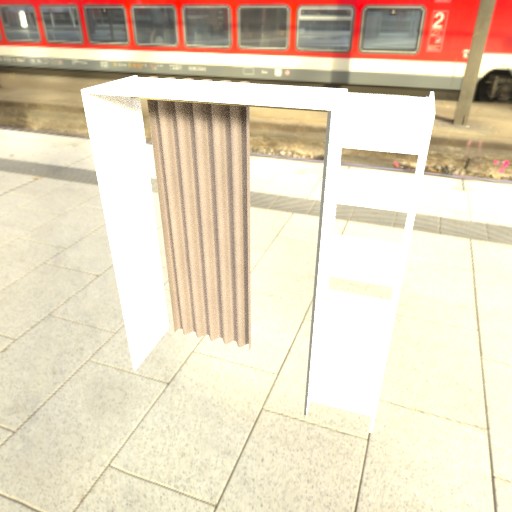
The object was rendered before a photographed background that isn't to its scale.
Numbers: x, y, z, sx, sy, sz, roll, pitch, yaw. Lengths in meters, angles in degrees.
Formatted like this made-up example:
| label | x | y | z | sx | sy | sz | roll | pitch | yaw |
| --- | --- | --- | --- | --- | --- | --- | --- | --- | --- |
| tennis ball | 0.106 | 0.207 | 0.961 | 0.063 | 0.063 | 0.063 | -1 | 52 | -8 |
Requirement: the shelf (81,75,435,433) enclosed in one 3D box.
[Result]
| label | x | y | z | sx | sy | sz | roll | pitch | yaw |
| --- | --- | --- | --- | --- | --- | --- | --- | --- | --- |
| shelf | 0.000 | 0.000 | 2.557 | 1.600 | 1.820 | 0.500 | 10 | 31 | 16 |
